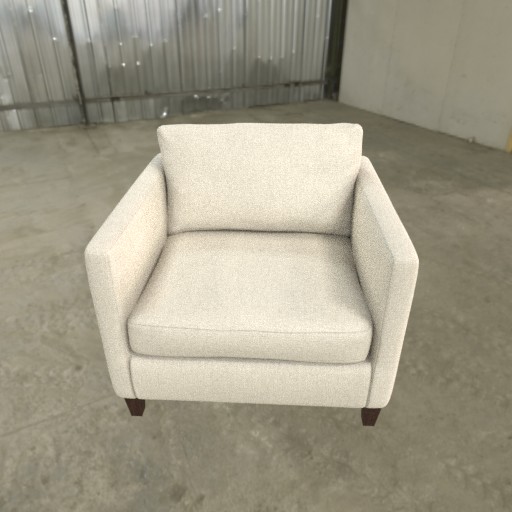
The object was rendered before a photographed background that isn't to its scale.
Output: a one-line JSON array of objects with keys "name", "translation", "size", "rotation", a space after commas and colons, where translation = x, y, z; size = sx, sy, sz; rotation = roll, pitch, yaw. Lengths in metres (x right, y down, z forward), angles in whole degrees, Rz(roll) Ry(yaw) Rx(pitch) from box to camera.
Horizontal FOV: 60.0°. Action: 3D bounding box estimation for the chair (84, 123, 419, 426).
[{"name": "chair", "translation": [0.000, 0.000, 1.764], "size": [0.996, 0.919, 0.959], "rotation": [2, 31, 3]}]
